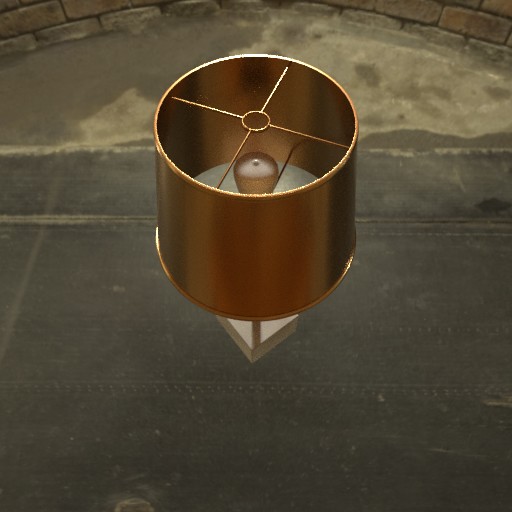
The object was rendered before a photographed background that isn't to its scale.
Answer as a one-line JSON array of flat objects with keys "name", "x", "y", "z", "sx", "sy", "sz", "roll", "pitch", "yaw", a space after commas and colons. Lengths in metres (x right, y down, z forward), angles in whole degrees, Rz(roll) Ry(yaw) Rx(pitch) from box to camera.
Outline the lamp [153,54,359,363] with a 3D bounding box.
[{"name": "lamp", "x": 0.000, "y": 0.000, "z": 0.511, "sx": 0.208, "sy": 0.406, "sz": 0.208, "roll": 0, "pitch": 59, "yaw": 0}]
